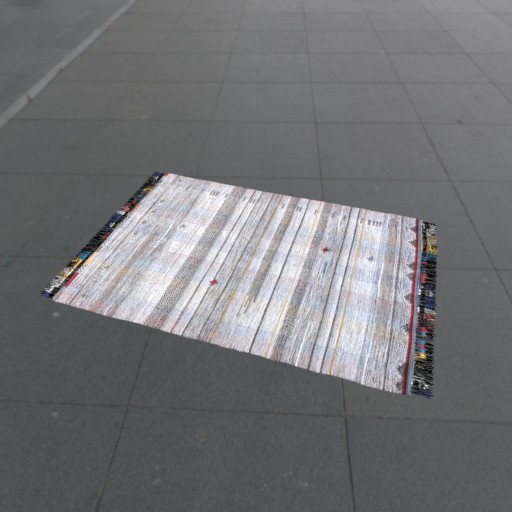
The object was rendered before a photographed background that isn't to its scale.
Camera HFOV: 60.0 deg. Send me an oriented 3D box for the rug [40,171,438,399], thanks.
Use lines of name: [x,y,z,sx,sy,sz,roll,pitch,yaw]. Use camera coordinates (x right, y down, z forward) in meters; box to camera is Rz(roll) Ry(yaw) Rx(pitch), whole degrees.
rug: [0.000,0.000,2.353,1.848,0.012,1.217,12,43,13]
